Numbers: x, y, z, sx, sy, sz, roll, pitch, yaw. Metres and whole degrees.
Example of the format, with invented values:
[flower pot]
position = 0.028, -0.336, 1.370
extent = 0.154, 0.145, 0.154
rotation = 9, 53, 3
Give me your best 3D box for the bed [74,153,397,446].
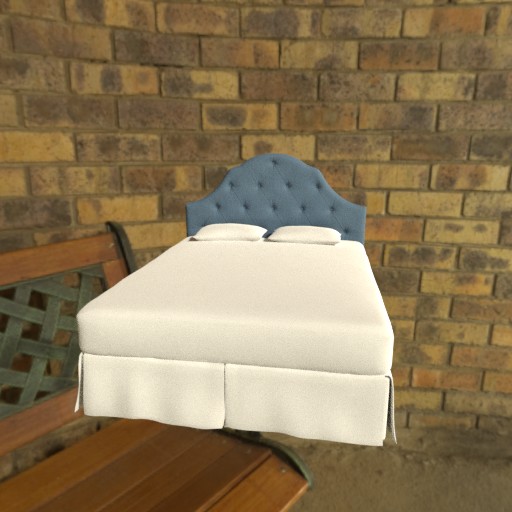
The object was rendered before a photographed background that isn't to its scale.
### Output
[bed]
position = 0.000, 0.000, 3.687
extent = 2.039, 1.617, 2.477
rotation = 2, 14, 9
